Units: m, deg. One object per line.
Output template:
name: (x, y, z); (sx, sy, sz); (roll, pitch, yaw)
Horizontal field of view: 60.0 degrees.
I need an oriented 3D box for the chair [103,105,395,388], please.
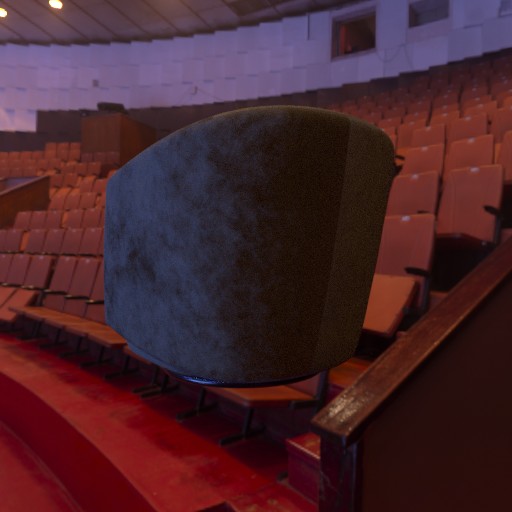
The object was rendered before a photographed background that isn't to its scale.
chair: (0.000, 0.000, 1.357); (0.773, 0.698, 0.767); (0, 0, -35)
